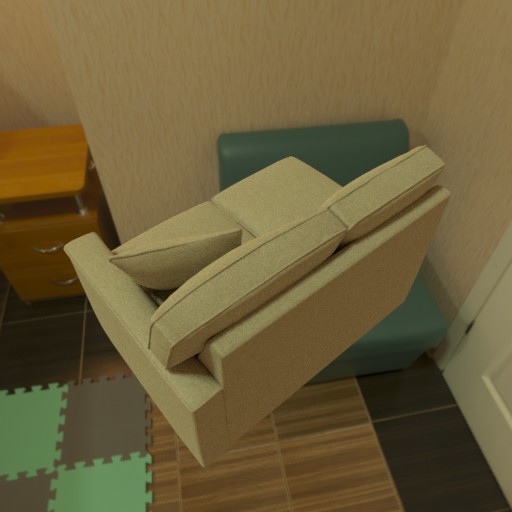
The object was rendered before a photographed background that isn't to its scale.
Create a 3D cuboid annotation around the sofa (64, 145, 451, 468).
[{"bbox_3d":[0.000,0.000,2.071,1.388,0.989,0.991,-32,55,-26],"label":"sofa"}]
